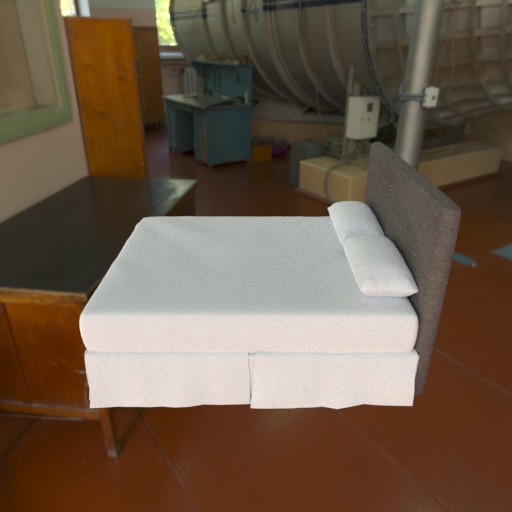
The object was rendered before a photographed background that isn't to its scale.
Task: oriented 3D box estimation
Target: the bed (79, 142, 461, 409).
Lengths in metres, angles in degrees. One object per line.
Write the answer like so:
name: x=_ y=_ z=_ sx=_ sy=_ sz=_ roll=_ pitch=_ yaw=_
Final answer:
bed: x=0.000 y=0.000 z=3.238 sx=2.142 sy=1.330 sz=1.723 roll=0 pitch=26 yaw=0
